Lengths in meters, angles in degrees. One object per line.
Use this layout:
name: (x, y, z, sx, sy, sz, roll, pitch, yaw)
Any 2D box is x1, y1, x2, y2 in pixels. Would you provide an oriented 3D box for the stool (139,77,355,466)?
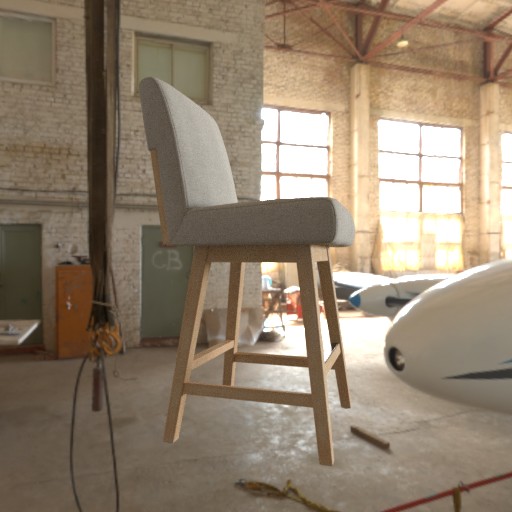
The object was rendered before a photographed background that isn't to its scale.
stool: (0.000, 0.000, 1.448, 0.606, 1.085, 0.507, 0, 0, 18)
